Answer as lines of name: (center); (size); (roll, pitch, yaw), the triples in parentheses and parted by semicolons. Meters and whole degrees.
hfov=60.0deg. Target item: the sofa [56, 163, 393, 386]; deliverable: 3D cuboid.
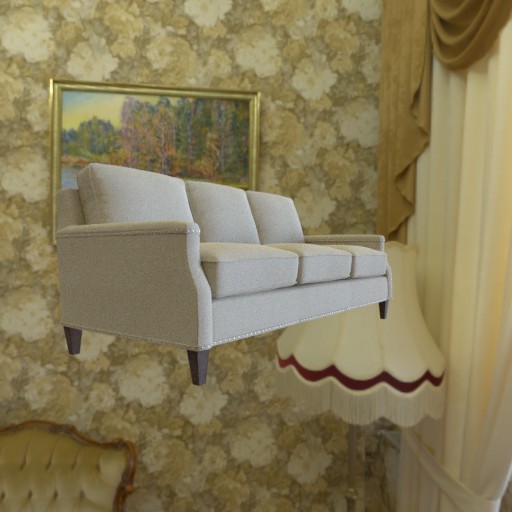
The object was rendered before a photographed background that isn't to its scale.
sofa: (0.000, 0.000, 2.910); (1.084, 1.003, 2.246); (1, 1, 36)
